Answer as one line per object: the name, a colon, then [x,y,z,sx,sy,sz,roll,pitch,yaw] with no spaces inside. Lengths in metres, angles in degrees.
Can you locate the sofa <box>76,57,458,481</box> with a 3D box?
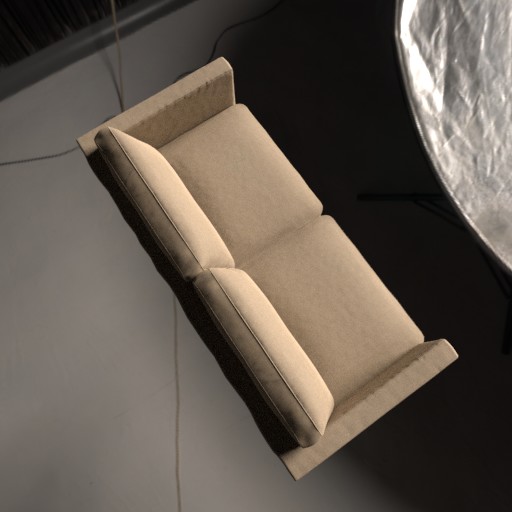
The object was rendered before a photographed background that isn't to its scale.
sofa: [0.000,0.000,2.417,0.956,0.847,1.987,-33,77,-9]
